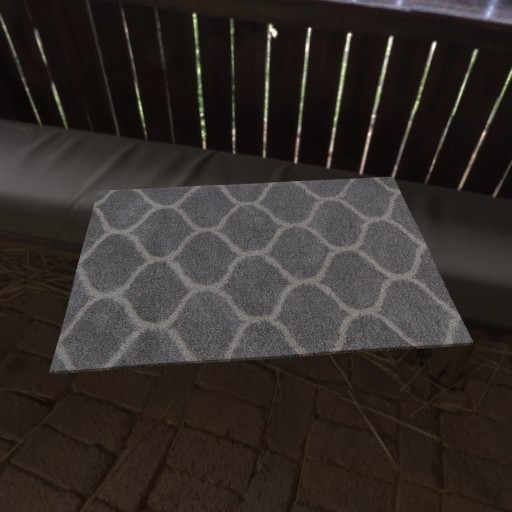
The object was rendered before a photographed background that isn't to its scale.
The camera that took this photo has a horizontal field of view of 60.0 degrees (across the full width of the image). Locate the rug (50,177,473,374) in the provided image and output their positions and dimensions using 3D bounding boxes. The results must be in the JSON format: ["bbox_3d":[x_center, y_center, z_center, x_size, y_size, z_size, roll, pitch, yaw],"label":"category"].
[{"bbox_3d":[0.000,0.000,3.425,2.701,0.026,1.801,-3,47,-3],"label":"rug"}]
